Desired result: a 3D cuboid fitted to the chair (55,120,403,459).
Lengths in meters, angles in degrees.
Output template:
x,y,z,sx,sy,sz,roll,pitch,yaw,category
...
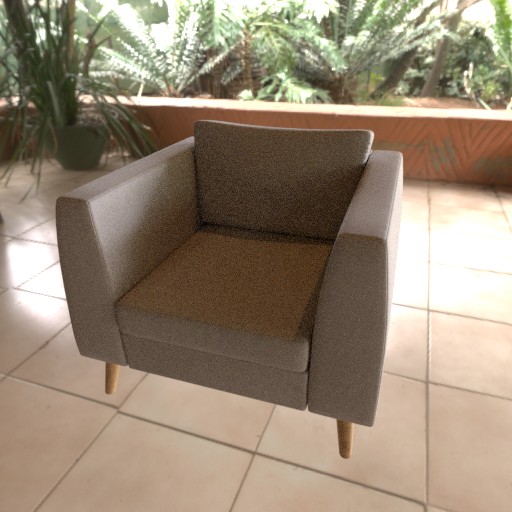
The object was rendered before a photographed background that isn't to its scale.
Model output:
x,y,z,sx,sy,sz,roll,pitch,yaw,category
0.000,0.000,1.646,1.000,0.860,0.930,9,28,16,chair
